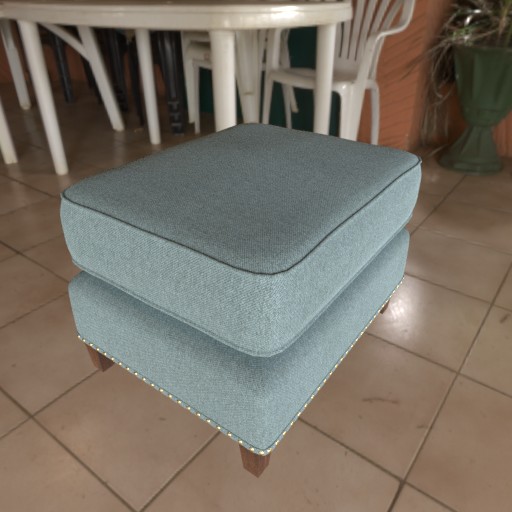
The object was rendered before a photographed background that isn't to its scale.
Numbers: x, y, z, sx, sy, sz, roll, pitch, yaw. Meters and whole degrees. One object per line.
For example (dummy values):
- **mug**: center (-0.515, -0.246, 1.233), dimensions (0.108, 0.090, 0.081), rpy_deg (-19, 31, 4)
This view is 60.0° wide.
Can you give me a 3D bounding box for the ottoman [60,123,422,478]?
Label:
- **ottoman**: center (0.000, 0.000, 1.128), dimensions (0.589, 0.537, 0.738), rpy_deg (21, 37, 30)
